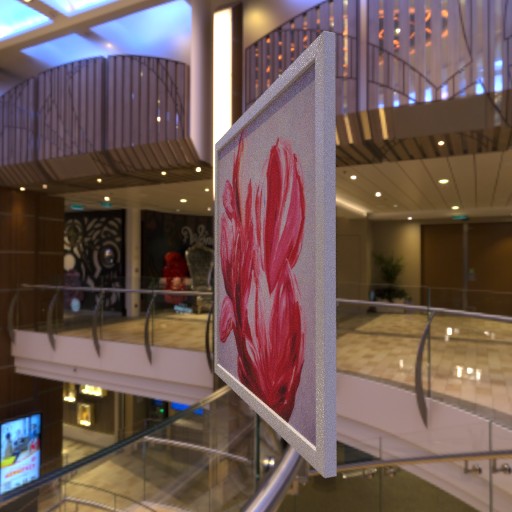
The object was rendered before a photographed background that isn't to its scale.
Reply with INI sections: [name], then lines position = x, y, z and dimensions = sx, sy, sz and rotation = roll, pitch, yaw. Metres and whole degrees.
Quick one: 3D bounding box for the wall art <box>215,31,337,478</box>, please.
[wall art]
position = 0.000, 0.000, 0.971
dimensions = 0.020, 0.661, 0.664
rotation = 0, -1, -19
